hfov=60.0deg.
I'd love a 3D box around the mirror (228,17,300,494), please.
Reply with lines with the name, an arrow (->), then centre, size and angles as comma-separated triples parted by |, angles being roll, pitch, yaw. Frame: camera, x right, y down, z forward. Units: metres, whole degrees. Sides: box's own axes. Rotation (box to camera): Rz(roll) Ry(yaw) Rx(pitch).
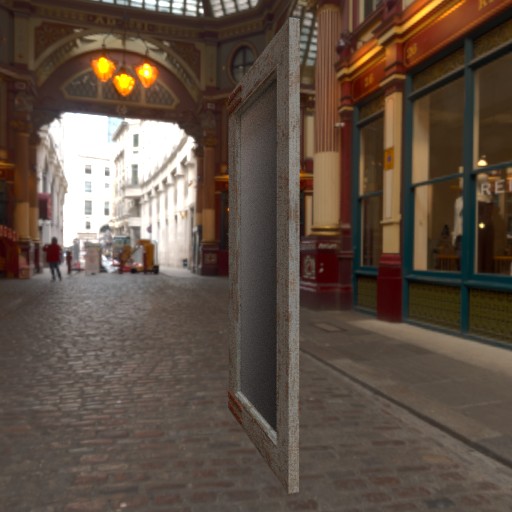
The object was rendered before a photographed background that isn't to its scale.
mirror -> 0.000, 0.000, 1.084 | 0.027, 0.922, 0.472 | 0, 1, -18
